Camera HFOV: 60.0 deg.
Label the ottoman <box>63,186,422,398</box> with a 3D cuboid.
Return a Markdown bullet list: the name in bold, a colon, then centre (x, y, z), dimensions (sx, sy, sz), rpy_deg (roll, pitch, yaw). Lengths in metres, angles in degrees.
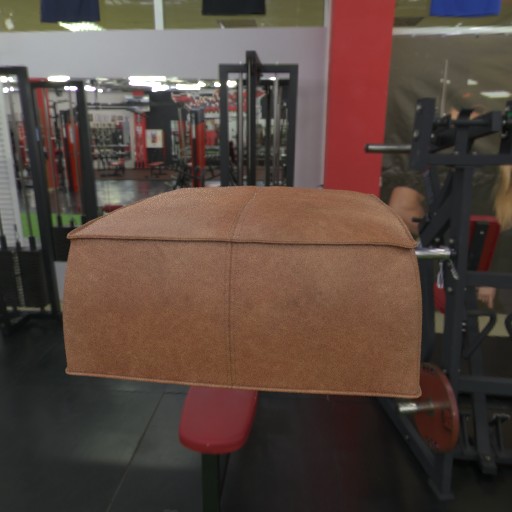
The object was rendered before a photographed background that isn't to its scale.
- **ottoman**: centre (0.000, 0.000, 1.397), dimensions (0.901, 0.395, 0.902), rpy_deg (2, 16, 7)
